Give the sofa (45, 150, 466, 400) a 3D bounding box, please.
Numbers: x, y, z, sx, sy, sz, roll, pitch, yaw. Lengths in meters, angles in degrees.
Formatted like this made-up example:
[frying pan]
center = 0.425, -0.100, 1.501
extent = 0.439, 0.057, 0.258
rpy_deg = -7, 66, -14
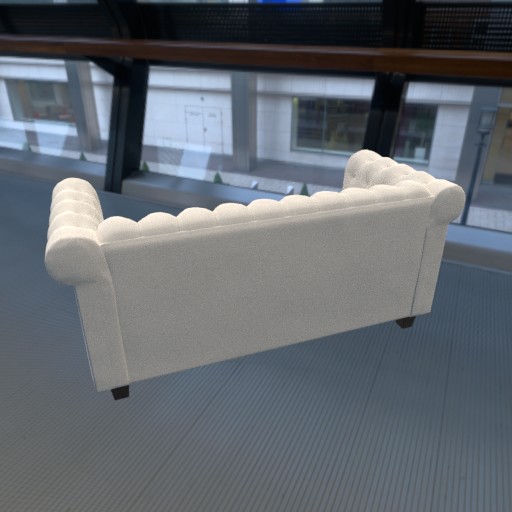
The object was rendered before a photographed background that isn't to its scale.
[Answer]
[sofa]
center = 0.000, 0.000, 2.223
extent = 1.798, 0.796, 0.771
rpy_deg = -9, 28, -18
